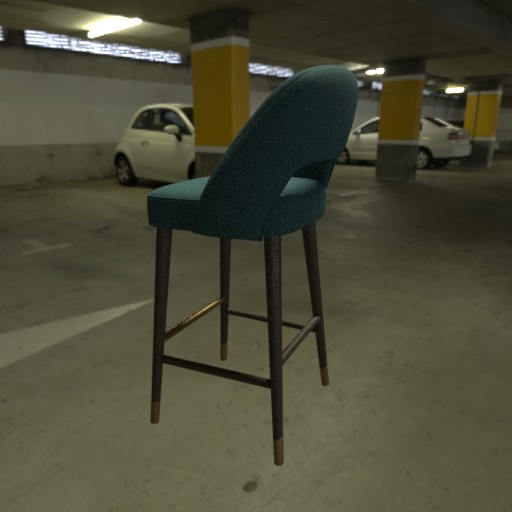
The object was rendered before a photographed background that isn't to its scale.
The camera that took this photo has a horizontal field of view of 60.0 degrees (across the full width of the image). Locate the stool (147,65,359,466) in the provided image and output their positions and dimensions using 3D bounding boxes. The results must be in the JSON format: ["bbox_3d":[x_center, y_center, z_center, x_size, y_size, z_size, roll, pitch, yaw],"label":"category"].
[{"bbox_3d":[0.000,0.000,1.338,0.522,1.032,0.536,7,18,24],"label":"stool"}]
